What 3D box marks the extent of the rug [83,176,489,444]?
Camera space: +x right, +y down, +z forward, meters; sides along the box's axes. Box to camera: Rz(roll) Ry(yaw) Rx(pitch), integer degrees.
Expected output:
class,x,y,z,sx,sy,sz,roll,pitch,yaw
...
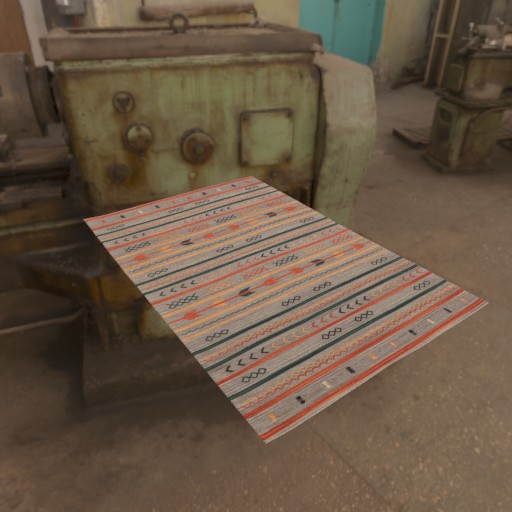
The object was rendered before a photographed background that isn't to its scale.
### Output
class,x,y,z,sx,sy,sz,roll,pitch,yaw
rug,0.000,0.000,2.290,1.220,0.017,1.835,-20,37,-29
